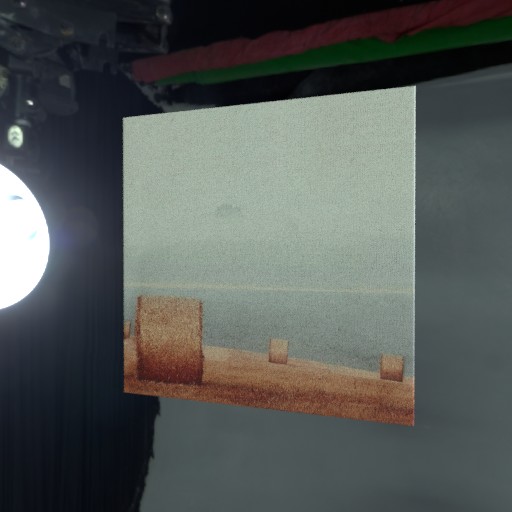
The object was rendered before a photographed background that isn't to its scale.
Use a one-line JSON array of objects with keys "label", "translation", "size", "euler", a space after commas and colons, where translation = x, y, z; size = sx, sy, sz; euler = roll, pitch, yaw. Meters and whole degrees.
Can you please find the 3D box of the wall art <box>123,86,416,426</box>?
[{"label": "wall art", "translation": [0.000, 0.000, 1.126], "size": [0.760, 0.760, 0.042], "euler": [0, 1, 18]}]
